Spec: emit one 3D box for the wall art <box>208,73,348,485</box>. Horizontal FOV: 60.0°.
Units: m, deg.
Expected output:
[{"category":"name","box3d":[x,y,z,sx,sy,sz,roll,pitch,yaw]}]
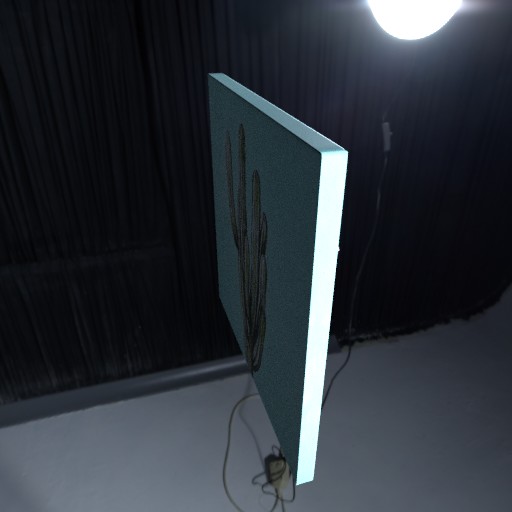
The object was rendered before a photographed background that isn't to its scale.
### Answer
[{"category":"wall art","box3d":[0.000,0.000,1.578,0.070,1.073,1.071,-9,32,-15]}]
